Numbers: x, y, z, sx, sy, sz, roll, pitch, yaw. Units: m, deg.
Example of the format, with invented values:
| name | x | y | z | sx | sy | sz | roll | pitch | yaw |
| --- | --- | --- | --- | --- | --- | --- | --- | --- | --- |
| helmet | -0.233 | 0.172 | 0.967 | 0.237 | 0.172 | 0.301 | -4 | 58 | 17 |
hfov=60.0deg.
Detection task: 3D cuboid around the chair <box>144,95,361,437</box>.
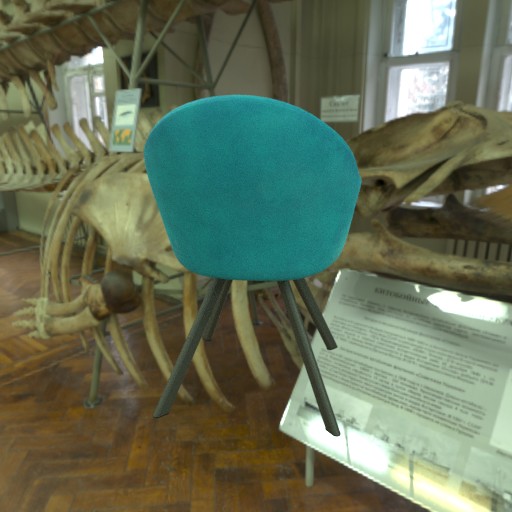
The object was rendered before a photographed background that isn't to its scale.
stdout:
| name | x | y | z | sx | sy | sz | roll | pitch | yaw |
| --- | --- | --- | --- | --- | --- | --- | --- | --- | --- |
| chair | 0.000 | 0.000 | 1.222 | 0.550 | 0.795 | 0.590 | 2 | 15 | 9 |
